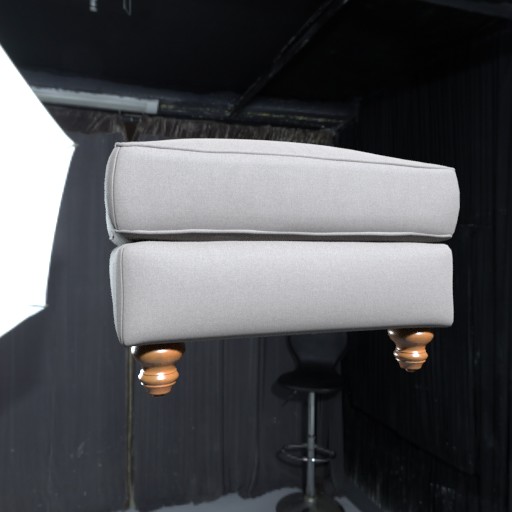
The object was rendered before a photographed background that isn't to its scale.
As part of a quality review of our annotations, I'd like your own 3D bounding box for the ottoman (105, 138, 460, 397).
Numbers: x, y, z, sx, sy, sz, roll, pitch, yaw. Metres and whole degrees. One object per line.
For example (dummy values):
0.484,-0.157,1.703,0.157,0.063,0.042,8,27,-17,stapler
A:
0.000,0.000,1.119,0.721,0.505,0.662,0,0,-19,ottoman
